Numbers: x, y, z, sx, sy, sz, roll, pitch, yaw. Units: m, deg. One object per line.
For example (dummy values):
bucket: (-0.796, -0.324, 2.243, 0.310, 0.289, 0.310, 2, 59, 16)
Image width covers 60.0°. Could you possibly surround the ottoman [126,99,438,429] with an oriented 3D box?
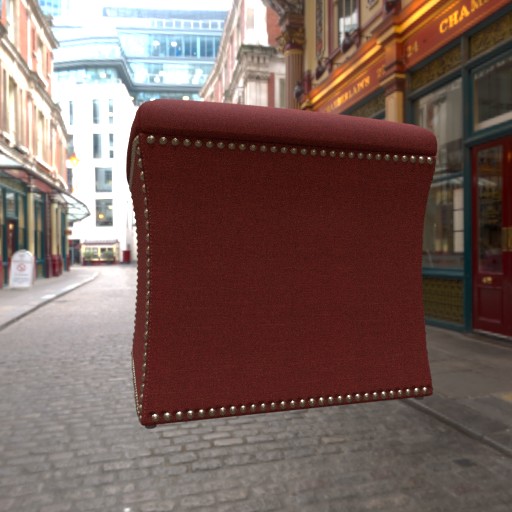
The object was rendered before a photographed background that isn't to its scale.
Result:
ottoman: (0.000, 0.000, 0.883, 0.497, 0.475, 0.507, 0, 0, -17)
